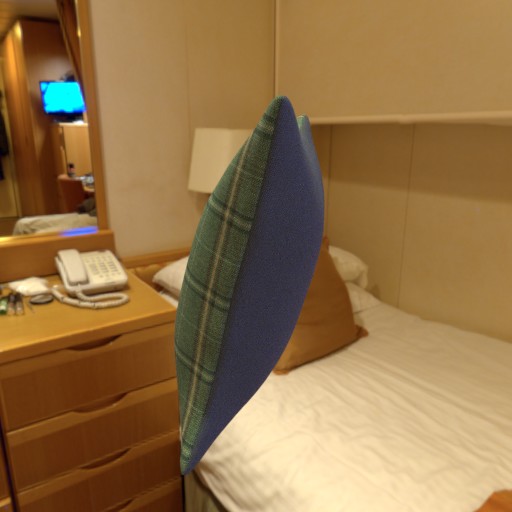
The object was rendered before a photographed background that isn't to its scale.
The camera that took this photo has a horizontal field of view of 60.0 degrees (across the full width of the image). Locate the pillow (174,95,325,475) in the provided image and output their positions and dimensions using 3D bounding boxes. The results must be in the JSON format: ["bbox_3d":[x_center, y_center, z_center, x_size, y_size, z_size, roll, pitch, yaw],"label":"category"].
[{"bbox_3d":[0.000,0.000,0.676,0.200,0.430,0.453,2,16,8],"label":"pillow"}]
